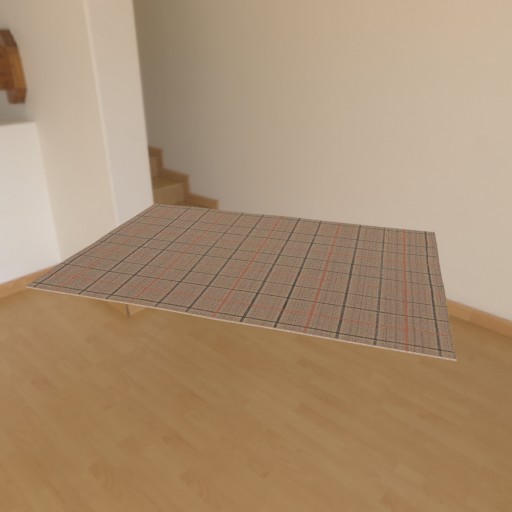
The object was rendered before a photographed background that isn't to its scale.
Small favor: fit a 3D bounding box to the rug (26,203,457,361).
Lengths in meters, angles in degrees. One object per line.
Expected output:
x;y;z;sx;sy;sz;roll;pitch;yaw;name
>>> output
0.000;0.000;2.313;1.829;0.013;1.220;7;26;15;rug
